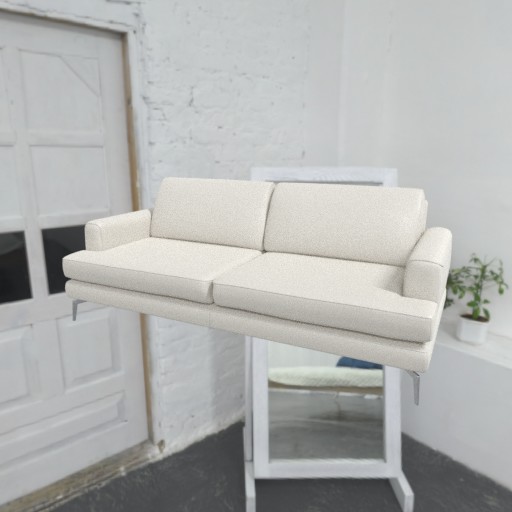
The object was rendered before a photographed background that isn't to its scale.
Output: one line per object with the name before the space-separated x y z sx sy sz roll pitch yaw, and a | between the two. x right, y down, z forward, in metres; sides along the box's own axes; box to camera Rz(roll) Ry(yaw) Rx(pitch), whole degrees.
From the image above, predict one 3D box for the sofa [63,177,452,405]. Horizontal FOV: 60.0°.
sofa | 0.000 0.000 2.438 1.940 0.765 0.974 7 16 26
